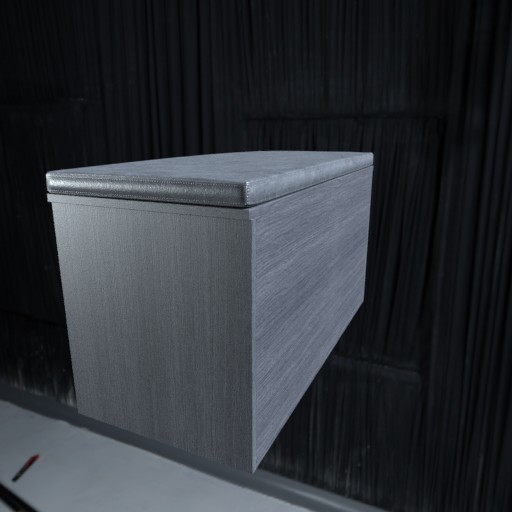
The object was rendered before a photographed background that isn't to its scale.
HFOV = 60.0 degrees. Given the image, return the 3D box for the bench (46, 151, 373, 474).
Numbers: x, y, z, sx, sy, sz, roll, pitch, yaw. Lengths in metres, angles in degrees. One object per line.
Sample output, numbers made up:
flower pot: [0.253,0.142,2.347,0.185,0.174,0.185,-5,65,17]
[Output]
bench: [0.000,0.000,1.155,0.401,0.501,0.905,7,17,24]
